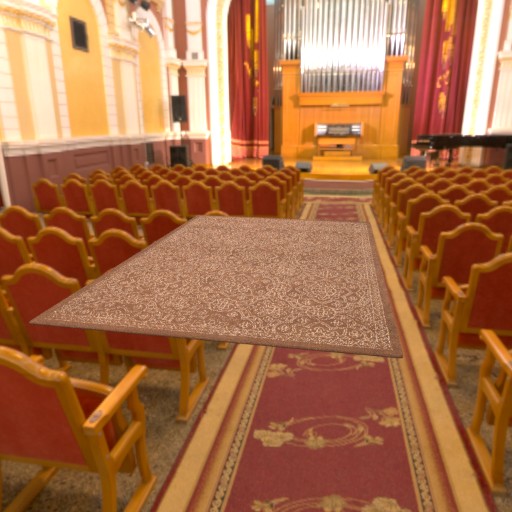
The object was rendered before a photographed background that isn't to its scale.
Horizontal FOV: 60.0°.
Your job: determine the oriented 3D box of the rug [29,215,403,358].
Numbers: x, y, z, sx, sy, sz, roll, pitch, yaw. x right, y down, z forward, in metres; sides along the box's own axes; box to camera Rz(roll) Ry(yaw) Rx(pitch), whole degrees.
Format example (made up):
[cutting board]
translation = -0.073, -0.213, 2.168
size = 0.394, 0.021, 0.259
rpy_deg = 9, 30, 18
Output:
[rug]
translation = 0.000, 0.000, 2.805
size = 1.524, 0.011, 2.286
rpy_deg = 3, 17, 10
